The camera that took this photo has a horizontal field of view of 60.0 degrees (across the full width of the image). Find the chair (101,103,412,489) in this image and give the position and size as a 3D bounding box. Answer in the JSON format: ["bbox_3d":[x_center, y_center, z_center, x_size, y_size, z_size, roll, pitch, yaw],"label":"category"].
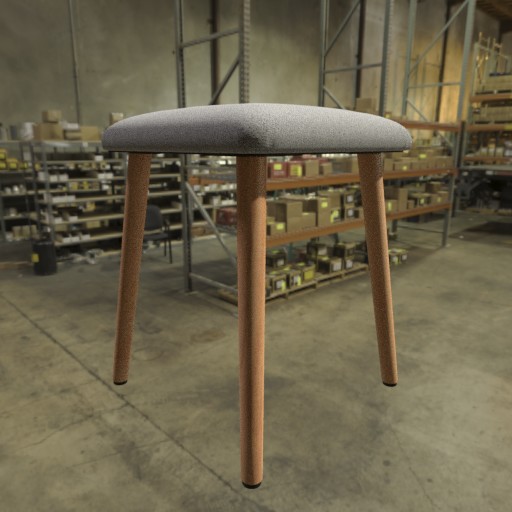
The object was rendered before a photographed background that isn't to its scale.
[{"bbox_3d":[0.000,0.000,0.693,0.350,0.440,0.350,-13,19,-43],"label":"chair"}]
